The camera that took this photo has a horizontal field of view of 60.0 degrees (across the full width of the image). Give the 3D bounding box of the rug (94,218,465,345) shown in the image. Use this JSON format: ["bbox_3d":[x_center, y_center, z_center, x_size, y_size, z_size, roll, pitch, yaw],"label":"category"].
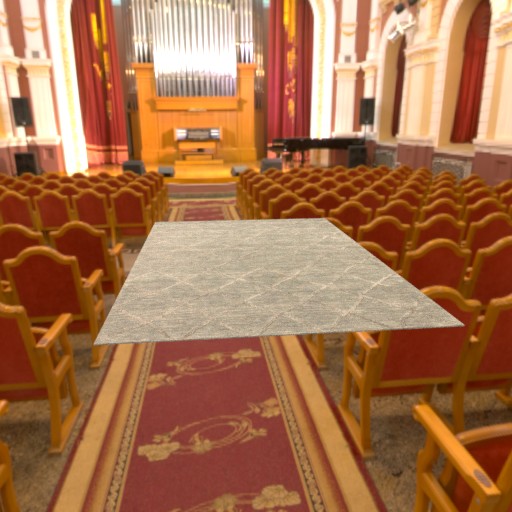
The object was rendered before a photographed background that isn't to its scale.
[{"bbox_3d":[0.000,0.000,2.883,1.521,0.006,2.283,-2,16,-6],"label":"rug"}]
